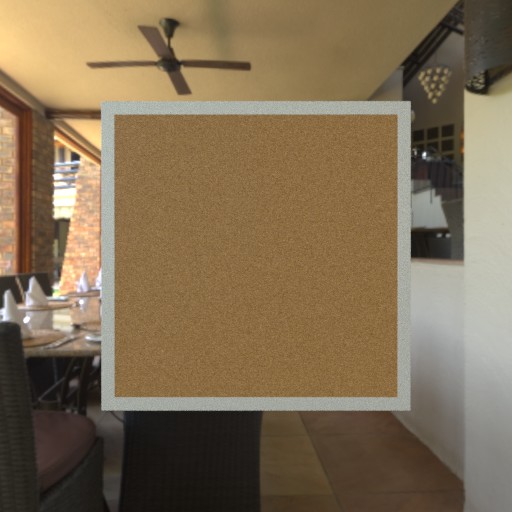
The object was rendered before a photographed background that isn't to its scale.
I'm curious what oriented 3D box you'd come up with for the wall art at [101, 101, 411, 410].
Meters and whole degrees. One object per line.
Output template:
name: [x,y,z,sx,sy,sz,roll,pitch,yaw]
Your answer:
wall art: [0.000,0.000,1.111,0.762,0.762,0.038,0,0,0]
